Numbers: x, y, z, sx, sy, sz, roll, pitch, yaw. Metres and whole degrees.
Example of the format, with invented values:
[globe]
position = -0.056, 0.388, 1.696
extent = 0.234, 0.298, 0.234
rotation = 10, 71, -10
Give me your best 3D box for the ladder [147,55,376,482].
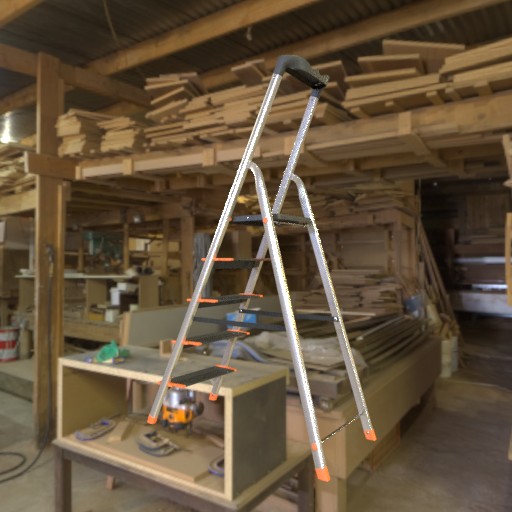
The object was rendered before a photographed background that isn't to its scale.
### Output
[ladder]
position = 0.000, 0.000, 2.097
extent = 0.995, 1.646, 0.480
rotation = 0, -1, 36
